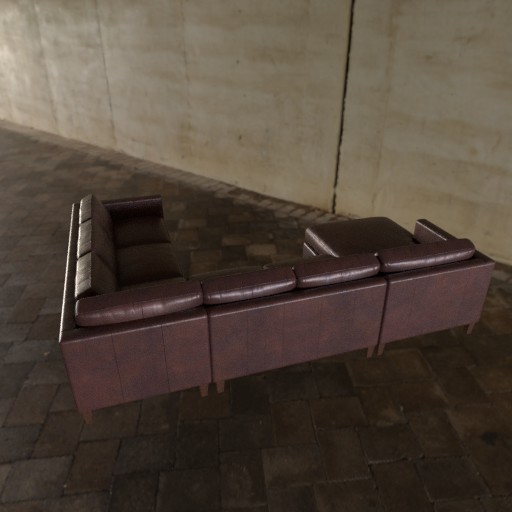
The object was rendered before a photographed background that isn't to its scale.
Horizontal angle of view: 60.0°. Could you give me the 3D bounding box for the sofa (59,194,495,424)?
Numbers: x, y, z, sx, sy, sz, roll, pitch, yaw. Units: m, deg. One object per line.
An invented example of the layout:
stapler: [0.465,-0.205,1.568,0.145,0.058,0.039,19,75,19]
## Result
sofa: [0.000,0.000,4.306,3.324,0.891,2.452,-9,29,-16]
